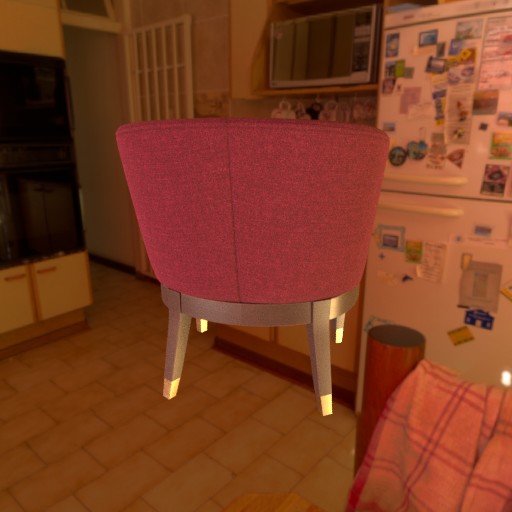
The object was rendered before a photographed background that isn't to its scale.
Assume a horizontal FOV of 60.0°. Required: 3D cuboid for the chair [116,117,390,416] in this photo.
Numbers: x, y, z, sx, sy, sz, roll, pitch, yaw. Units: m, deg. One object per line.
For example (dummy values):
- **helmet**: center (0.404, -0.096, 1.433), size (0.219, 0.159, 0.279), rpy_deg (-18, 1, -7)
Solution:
- **chair**: center (0.000, 0.000, 1.294), size (0.700, 0.760, 0.660), rpy_deg (3, 16, 10)
